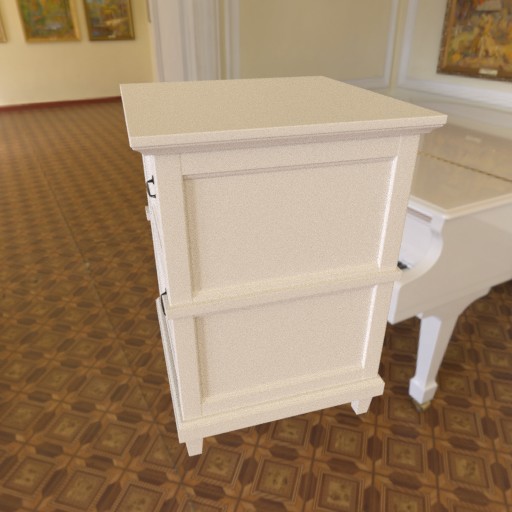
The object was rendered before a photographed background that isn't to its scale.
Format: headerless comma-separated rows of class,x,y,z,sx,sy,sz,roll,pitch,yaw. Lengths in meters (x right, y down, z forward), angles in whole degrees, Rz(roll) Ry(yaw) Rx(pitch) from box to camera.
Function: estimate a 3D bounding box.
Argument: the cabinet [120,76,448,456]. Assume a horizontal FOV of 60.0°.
cabinet,0.000,0.000,1.131,0.547,0.775,0.544,-8,30,-14
